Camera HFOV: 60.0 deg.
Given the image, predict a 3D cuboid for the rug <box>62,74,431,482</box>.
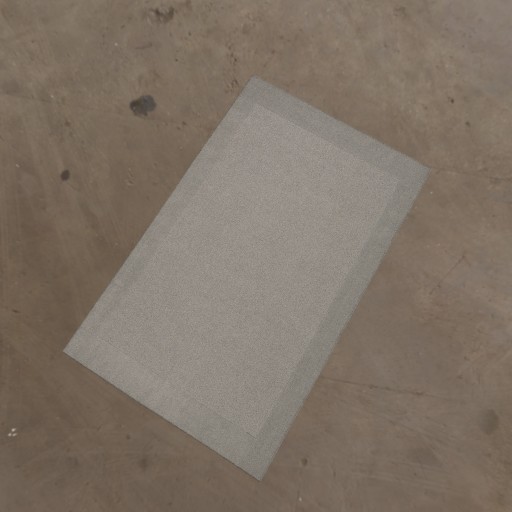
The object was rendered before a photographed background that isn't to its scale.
[{"bbox_3d":[0.000,0.000,3.074,1.524,0.014,2.438,30,78,7],"label":"rug"}]
